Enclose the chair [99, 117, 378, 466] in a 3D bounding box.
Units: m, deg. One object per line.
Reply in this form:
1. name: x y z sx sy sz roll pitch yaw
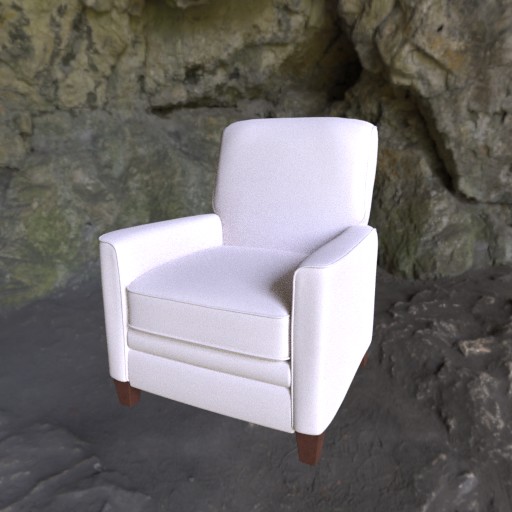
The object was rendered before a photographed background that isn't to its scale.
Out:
1. chair: 0.000 0.000 1.668 0.841 1.028 0.858 7 16 25
